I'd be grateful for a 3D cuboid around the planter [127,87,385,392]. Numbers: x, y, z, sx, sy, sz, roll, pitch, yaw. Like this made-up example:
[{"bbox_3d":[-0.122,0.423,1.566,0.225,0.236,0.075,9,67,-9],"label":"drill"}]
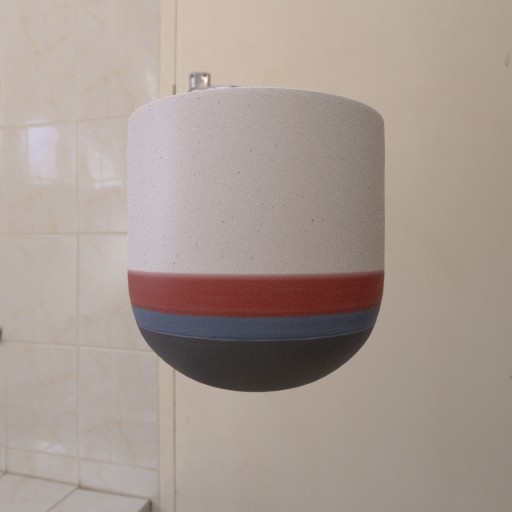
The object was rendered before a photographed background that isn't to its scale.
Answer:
[{"bbox_3d":[0.000,0.000,0.481,0.268,0.270,0.268,0,1,0],"label":"planter"}]
